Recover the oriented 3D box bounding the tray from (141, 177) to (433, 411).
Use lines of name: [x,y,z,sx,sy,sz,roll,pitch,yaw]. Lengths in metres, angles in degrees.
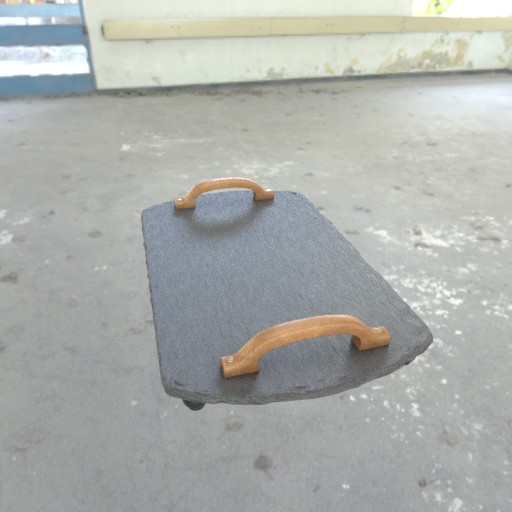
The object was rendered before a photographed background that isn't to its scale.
tray: [0.000,0.000,0.476,0.231,0.062,0.387,-8,32,-13]
